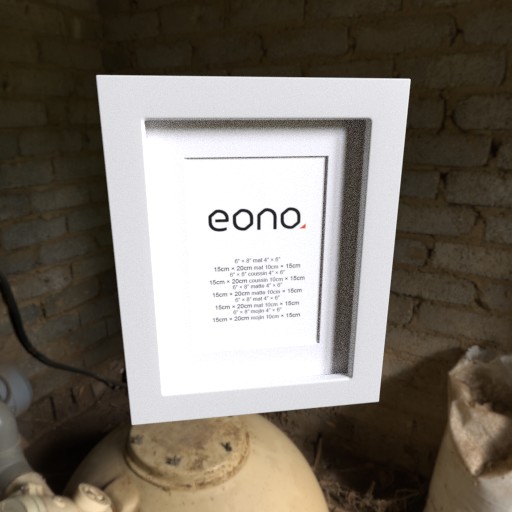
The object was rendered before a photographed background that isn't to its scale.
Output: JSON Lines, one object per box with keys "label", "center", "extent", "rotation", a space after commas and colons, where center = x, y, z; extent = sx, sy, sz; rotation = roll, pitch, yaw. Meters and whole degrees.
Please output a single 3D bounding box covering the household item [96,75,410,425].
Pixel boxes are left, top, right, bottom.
{"label": "household item", "center": [0.000, 0.000, 0.337], "extent": [0.200, 0.250, 0.045], "rotation": [-3, 18, -8]}
